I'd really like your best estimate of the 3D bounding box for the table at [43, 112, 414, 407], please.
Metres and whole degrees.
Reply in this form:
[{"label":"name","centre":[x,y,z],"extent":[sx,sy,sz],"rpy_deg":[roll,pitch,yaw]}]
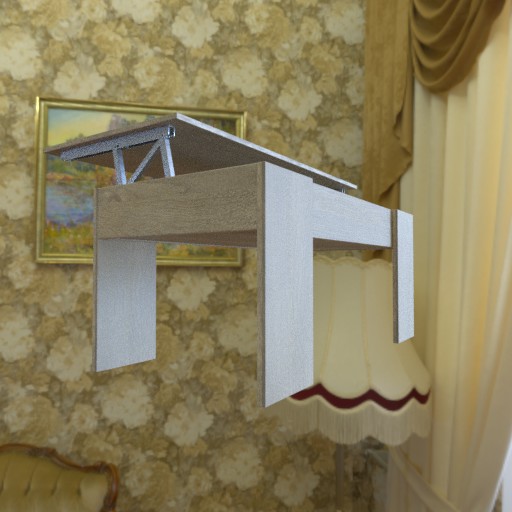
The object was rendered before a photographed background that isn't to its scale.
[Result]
[{"label":"table","centre":[0.000,0.000,1.400],"extent":[0.711,0.570,1.000],"rpy_deg":[-1,-2,34]}]
